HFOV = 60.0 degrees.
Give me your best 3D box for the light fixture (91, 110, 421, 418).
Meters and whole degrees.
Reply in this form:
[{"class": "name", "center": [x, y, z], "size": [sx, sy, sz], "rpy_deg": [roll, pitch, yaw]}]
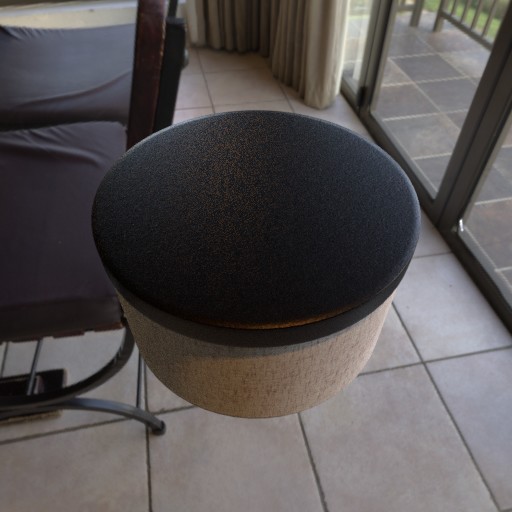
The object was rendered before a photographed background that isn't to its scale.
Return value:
[{"class": "light fixture", "center": [0.000, 0.000, 0.622], "size": [0.389, 0.229, 0.389], "rpy_deg": [0, 48, 0]}]
